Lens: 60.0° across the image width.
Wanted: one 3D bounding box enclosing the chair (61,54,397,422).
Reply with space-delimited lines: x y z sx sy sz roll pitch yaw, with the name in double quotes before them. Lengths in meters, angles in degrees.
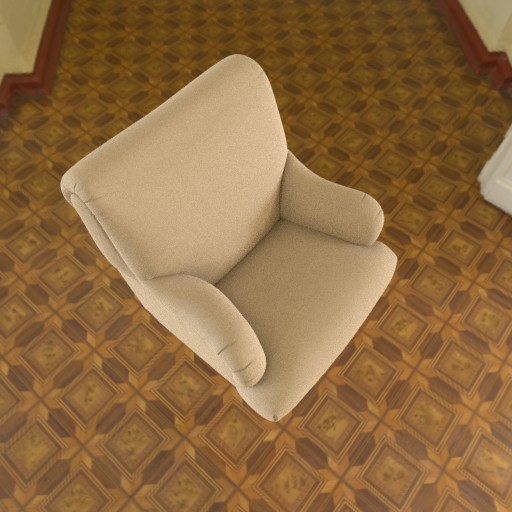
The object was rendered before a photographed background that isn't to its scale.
"chair" 0.000 0.000 1.566 0.842 0.942 0.766 35 65 20
